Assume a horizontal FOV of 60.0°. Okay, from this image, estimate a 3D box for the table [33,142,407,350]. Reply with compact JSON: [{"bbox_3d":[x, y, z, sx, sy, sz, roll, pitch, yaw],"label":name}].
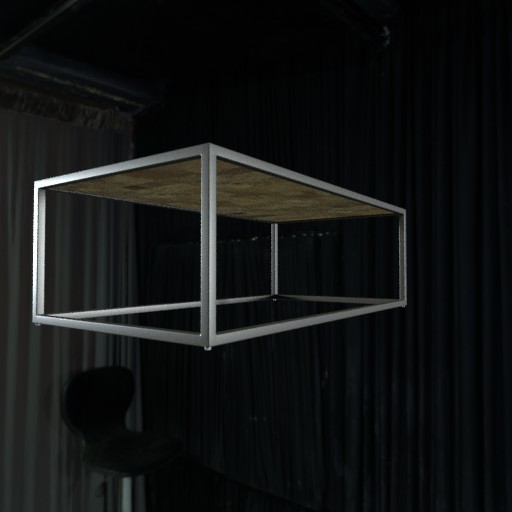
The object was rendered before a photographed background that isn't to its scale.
[{"bbox_3d":[0.000,0.000,1.518,0.649,0.398,1.199,-1,-2,36],"label":"table"}]
